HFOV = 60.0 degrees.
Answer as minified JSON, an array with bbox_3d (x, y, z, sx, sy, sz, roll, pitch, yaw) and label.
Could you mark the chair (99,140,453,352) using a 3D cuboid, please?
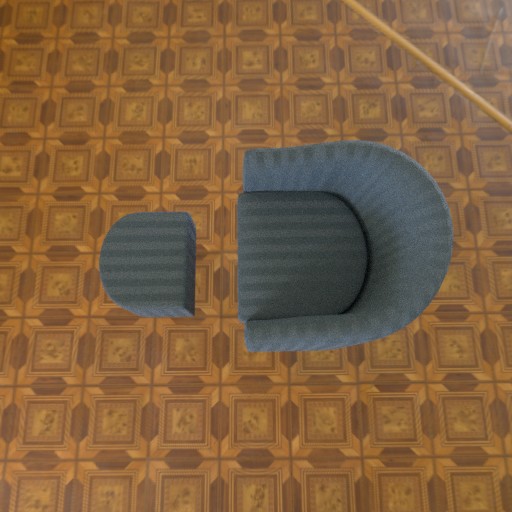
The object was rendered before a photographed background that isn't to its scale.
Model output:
[{"bbox_3d":[0.000,0.000,1.792,1.288,0.757,0.756,-1,75,0],"label":"chair"}]
